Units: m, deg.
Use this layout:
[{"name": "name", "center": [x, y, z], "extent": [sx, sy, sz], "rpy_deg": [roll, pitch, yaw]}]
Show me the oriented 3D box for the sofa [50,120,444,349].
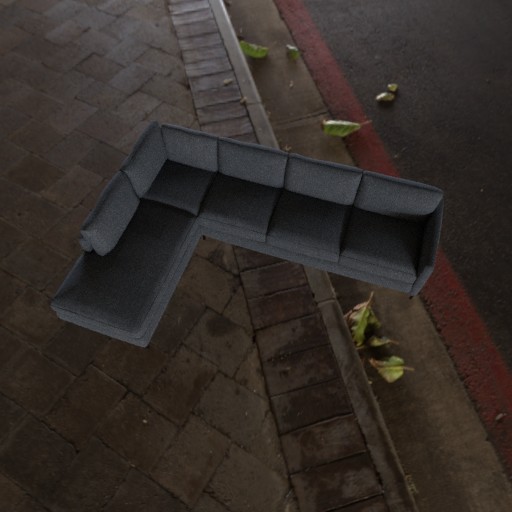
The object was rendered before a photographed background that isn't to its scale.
[{"name": "sofa", "center": [0.000, 0.000, 3.874], "extent": [2.949, 0.815, 2.007], "rpy_deg": [16, 60, 9]}]
